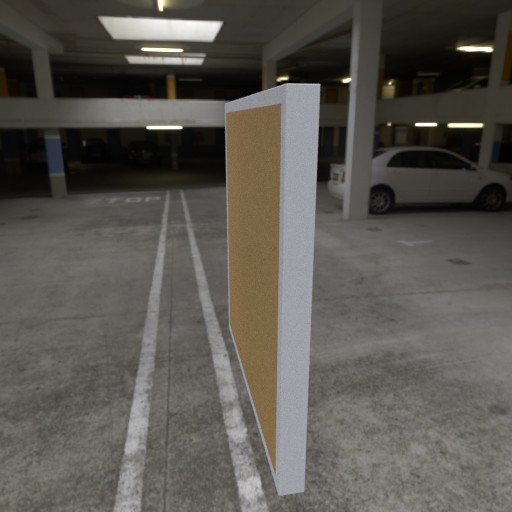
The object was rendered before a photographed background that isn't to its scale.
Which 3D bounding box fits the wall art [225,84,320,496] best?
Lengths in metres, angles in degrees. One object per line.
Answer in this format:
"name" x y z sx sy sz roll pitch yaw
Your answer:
"wall art" 0.000 0.000 0.752 0.035 0.507 0.508 -3 17 -10
